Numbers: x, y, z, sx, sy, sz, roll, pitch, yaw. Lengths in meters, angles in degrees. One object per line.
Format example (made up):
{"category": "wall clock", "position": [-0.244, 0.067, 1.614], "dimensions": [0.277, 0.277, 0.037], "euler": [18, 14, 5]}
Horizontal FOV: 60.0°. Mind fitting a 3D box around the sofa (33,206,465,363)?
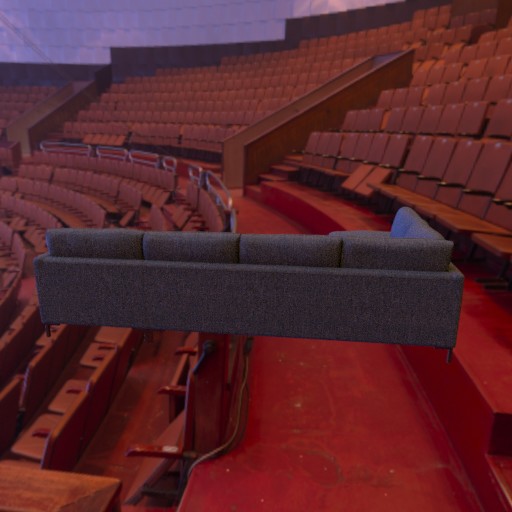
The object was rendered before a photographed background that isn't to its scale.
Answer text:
{"category": "sofa", "position": [0.000, 0.000, 3.638], "dimensions": [2.737, 0.753, 1.879], "euler": [2, 16, 8]}
